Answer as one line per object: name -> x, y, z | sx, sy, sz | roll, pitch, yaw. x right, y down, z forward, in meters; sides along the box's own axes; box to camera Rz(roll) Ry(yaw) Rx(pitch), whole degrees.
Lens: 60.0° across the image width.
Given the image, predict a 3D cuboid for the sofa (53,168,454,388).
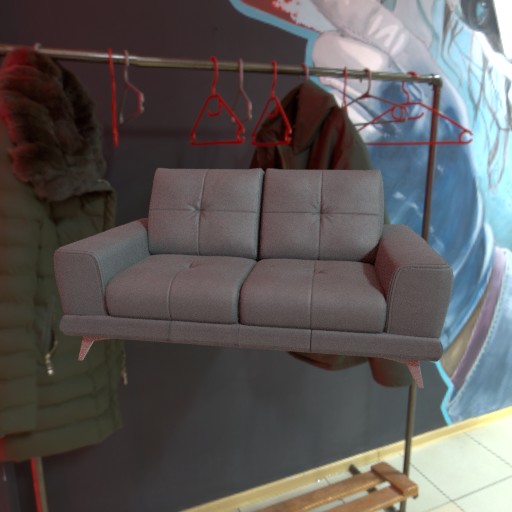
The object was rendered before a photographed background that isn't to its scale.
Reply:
sofa -> 0.000, 0.000, 2.399 | 1.806, 0.907, 1.018 | 2, 14, 9
